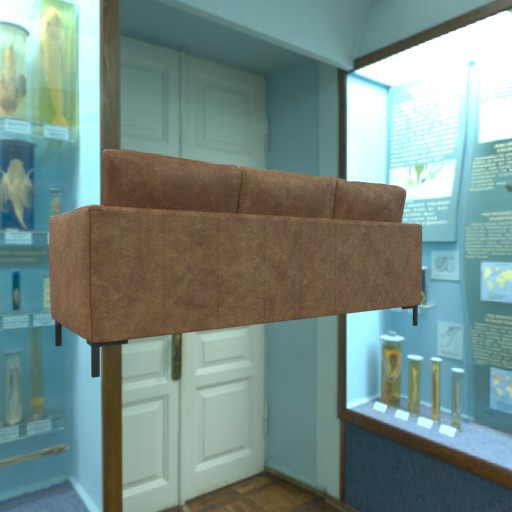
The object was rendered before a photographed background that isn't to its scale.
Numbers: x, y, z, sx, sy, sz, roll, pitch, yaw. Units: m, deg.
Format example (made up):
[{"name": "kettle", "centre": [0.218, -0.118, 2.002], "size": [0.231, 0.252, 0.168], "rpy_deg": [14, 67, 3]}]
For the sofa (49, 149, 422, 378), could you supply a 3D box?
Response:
[{"name": "sofa", "centre": [0.000, 0.000, 2.457], "size": [2.029, 0.863, 0.748], "rpy_deg": [-1, 1, -35]}]
